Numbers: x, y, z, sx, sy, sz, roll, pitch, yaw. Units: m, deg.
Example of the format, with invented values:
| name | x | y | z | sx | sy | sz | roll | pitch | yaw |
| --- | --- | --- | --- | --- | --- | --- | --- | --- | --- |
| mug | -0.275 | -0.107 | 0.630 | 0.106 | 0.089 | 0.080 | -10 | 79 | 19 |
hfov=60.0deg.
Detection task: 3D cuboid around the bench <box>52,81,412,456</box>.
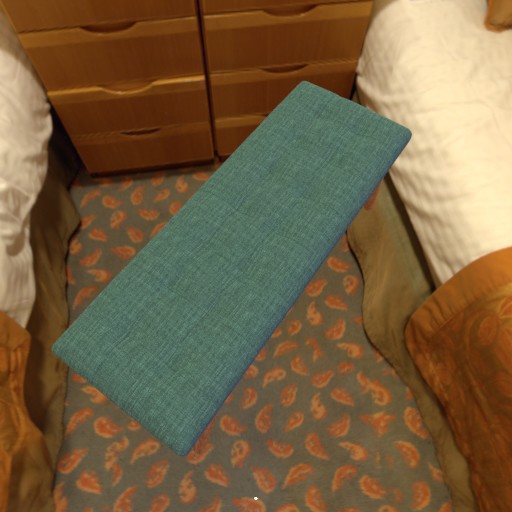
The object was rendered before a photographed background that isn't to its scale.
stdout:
| name | x | y | z | sx | sy | sz | roll | pitch | yaw |
| --- | --- | --- | --- | --- | --- | --- | --- | --- | --- |
| bench | 0.000 | 0.000 | 1.348 | 0.406 | 0.432 | 1.118 | 32 | 66 | 16 |
